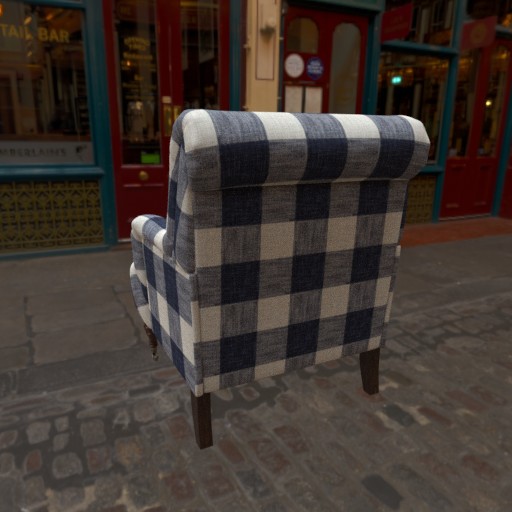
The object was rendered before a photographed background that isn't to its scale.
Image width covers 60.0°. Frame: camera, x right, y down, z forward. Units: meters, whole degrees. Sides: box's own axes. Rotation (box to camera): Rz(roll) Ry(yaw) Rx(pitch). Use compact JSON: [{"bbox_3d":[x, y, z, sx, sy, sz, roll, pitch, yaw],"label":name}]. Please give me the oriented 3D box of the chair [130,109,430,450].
[{"bbox_3d":[0.000,0.000,1.599,0.781,0.953,0.848,-7,16,-26],"label":"chair"}]
